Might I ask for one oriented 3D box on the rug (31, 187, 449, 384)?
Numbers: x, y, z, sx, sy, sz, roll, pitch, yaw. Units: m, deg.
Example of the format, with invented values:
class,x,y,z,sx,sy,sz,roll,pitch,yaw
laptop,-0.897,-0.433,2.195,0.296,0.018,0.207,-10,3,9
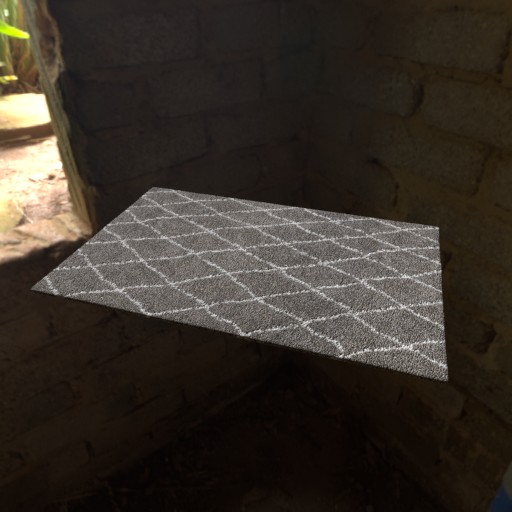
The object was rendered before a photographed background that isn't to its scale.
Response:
class,x,y,z,sx,sy,sz,roll,pitch,yaw
rug,0.000,0.000,3.445,2.743,0.030,1.778,10,35,14
